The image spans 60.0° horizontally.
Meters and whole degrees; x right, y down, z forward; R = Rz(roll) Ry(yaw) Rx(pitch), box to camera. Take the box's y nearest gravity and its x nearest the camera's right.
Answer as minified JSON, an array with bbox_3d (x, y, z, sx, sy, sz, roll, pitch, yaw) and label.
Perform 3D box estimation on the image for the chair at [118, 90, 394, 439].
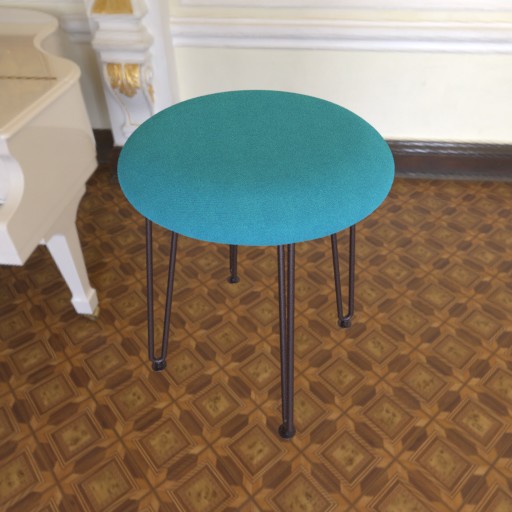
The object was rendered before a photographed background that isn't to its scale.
[{"bbox_3d":[0.000,0.000,0.687,0.350,0.430,0.350,11,42,13],"label":"chair"}]
